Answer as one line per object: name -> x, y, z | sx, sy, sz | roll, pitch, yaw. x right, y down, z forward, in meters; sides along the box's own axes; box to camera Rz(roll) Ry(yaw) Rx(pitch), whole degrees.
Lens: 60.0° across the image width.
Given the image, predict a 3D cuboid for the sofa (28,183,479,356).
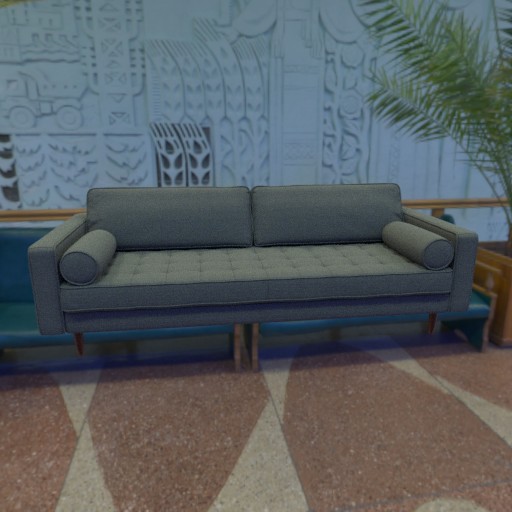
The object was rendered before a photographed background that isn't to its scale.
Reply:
sofa -> 0.000, 0.000, 2.580 | 2.198, 0.762, 0.914 | -2, 16, -7
